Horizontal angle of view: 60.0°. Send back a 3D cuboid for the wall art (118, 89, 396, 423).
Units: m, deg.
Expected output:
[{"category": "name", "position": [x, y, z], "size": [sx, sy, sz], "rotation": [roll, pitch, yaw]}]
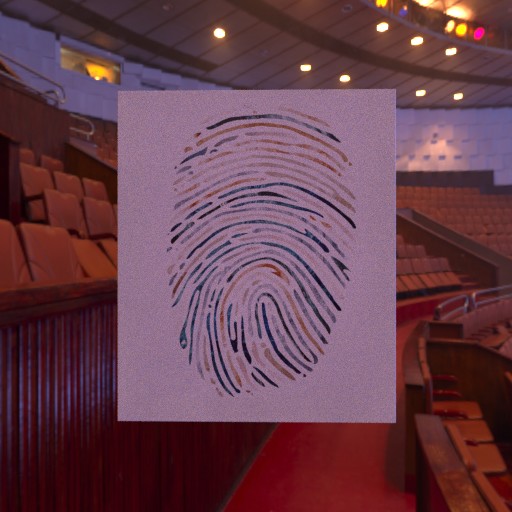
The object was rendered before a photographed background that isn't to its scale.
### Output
[{"category": "wall art", "position": [0.000, 0.000, 0.826], "size": [0.508, 0.606, 0.037], "rotation": [0, 0, 1]}]
